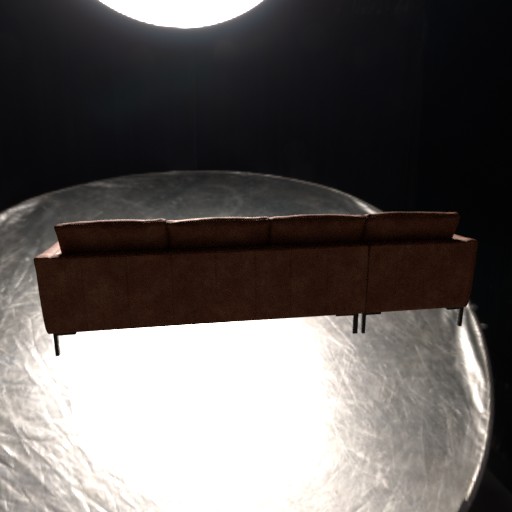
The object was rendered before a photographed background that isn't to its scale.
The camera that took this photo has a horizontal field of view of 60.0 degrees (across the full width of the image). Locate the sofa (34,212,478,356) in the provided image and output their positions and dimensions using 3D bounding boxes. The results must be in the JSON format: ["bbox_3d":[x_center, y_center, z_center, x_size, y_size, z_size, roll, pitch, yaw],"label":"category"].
[{"bbox_3d":[0.000,0.000,3.661,2.993,0.859,1.471,-2,14,-10],"label":"sofa"}]
